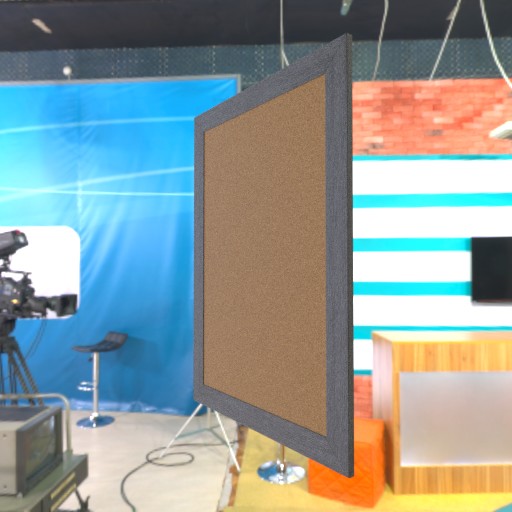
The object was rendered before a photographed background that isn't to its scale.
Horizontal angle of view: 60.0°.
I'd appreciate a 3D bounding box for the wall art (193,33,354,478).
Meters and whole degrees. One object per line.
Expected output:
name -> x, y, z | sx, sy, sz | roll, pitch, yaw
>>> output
wall art -> 0.000, 0.000, 1.379 | 0.020, 1.070, 0.768 | 1, -2, -36
